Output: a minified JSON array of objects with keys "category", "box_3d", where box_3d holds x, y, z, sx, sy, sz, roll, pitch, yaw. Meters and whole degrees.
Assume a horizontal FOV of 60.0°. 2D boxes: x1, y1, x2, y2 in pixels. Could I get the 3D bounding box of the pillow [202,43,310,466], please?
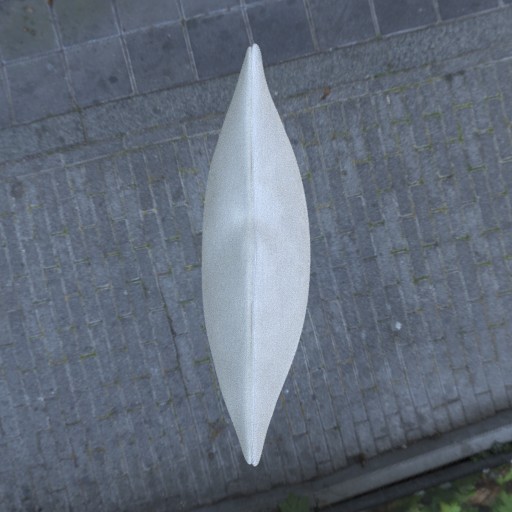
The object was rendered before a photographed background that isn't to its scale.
[{"category":"pillow","box_3d":[0.000,0.000,0.659,0.162,0.420,0.437,0,90,1]}]
